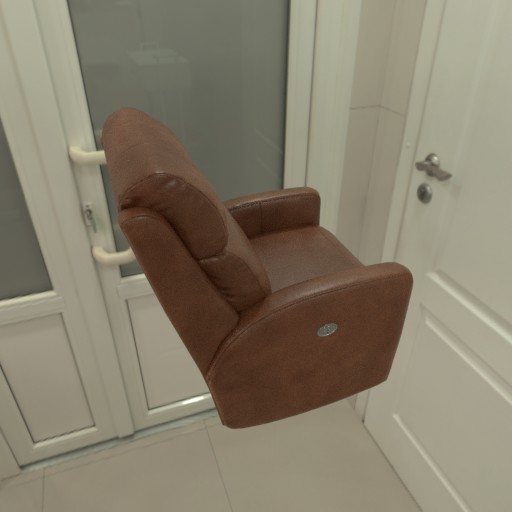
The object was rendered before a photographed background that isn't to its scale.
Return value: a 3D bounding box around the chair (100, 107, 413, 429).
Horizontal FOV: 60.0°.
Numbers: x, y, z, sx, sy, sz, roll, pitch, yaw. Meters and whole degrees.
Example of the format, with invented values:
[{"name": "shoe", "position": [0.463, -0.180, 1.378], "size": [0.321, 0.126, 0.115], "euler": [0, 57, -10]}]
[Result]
[{"name": "chair", "position": [0.000, 0.000, 1.660], "size": [0.939, 1.016, 0.787], "euler": [-11, 34, -17]}]
